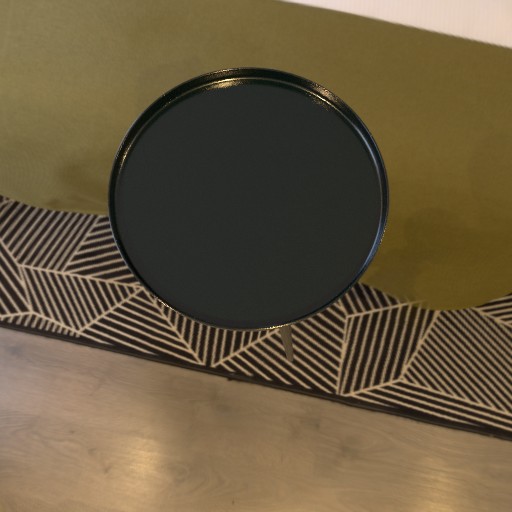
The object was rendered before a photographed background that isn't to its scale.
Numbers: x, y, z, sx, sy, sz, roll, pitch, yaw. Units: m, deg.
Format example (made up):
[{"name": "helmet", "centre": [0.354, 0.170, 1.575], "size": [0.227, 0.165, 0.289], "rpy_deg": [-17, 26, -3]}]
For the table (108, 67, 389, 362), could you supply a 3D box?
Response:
[{"name": "table", "centre": [0.000, 0.000, 0.840], "size": [0.403, 0.548, 0.415], "rpy_deg": [-18, 76, -5]}]
